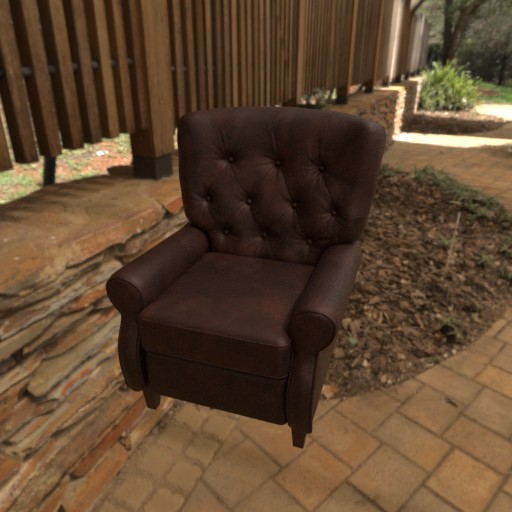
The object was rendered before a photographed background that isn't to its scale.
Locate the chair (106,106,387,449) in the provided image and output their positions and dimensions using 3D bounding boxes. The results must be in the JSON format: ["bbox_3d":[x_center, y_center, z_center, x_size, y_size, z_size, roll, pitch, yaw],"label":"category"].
[{"bbox_3d":[0.000,0.000,1.930,0.948,1.158,1.058,8,26,17],"label":"chair"}]
